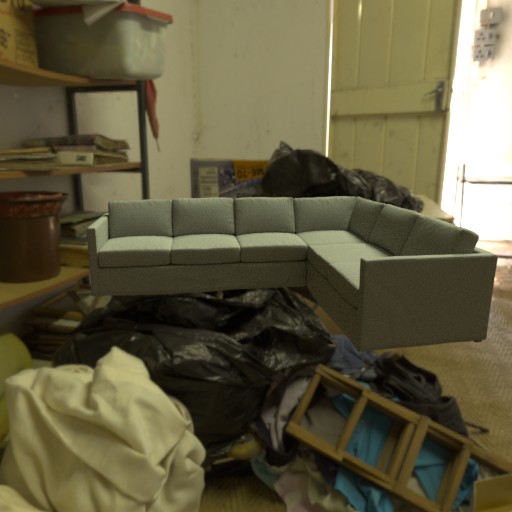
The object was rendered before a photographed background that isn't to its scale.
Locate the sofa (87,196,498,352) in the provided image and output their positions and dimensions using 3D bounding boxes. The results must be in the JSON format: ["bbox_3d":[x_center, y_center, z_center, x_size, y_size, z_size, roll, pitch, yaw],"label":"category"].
[{"bbox_3d":[0.000,0.000,4.176,3.182,0.871,2.432,-2,14,-8],"label":"sofa"}]
